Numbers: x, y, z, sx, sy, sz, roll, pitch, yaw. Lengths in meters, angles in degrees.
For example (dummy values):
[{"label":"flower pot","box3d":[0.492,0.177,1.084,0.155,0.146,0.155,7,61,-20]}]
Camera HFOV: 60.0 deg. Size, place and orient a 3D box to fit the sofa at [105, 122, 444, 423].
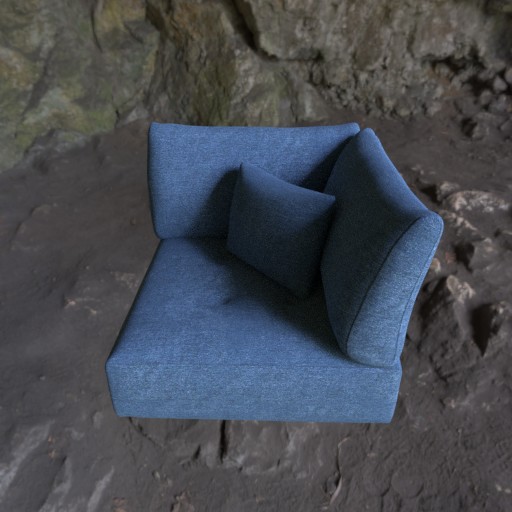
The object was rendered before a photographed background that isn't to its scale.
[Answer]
[{"label":"sofa","box3d":[0.000,0.000,1.751,1.000,0.820,1.000,1,30,1]}]
